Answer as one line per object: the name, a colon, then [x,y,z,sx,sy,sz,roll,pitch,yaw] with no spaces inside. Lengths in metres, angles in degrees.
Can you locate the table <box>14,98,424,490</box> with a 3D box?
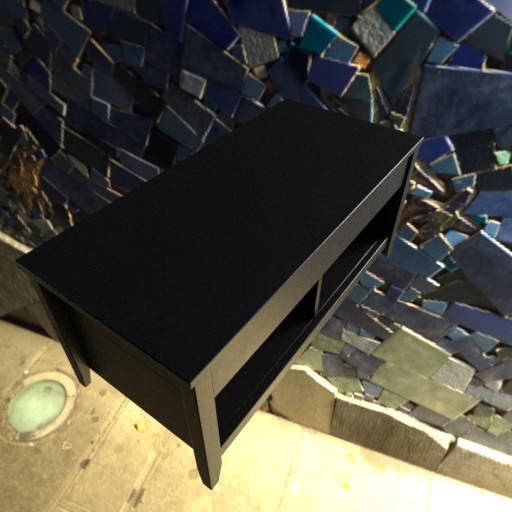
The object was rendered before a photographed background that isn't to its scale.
table: [0.000,0.000,1.255,0.483,0.457,1.016,26,48,26]
